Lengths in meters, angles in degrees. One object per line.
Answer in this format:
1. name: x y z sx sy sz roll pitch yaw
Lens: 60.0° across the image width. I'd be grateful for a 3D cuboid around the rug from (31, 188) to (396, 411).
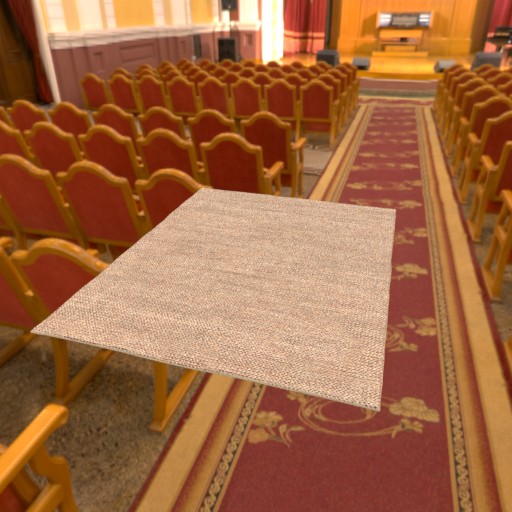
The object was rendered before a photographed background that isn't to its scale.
1. rug: 0.000 0.000 4.115 2.429 0.030 3.052 9 30 15
